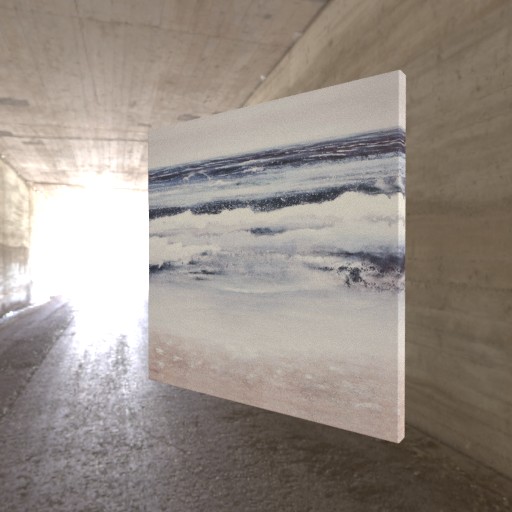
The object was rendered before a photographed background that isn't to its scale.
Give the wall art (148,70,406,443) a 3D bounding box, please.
[{"bbox_3d":[0.000,0.000,1.130,0.755,0.747,0.065,0,1,36],"label":"wall art"}]
